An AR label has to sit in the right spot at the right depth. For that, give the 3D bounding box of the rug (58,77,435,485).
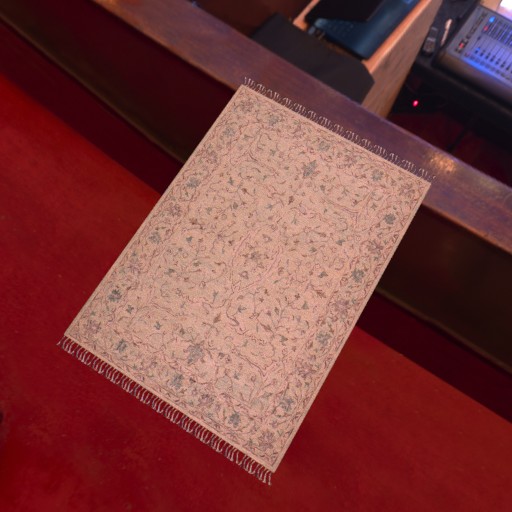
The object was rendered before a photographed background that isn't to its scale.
[{"bbox_3d":[0.000,0.000,2.312,1.247,0.008,1.802,30,77,8],"label":"rug"}]
